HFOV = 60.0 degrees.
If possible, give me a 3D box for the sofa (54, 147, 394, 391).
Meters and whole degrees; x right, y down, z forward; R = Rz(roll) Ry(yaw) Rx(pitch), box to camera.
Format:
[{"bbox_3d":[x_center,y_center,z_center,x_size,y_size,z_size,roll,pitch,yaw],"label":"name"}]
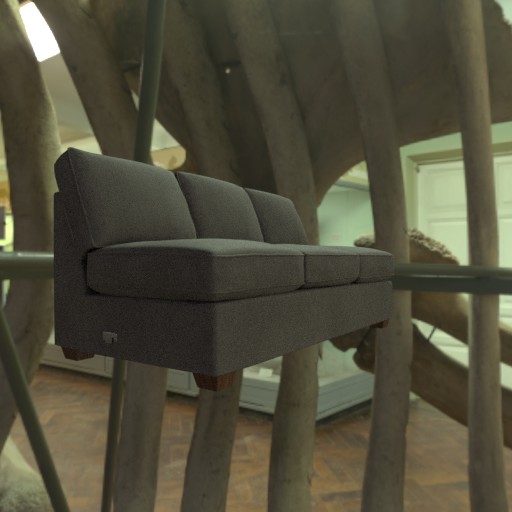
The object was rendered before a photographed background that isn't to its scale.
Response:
[{"bbox_3d":[0.000,0.000,2.561,1.027,0.973,1.962,0,0,35],"label":"sofa"}]
